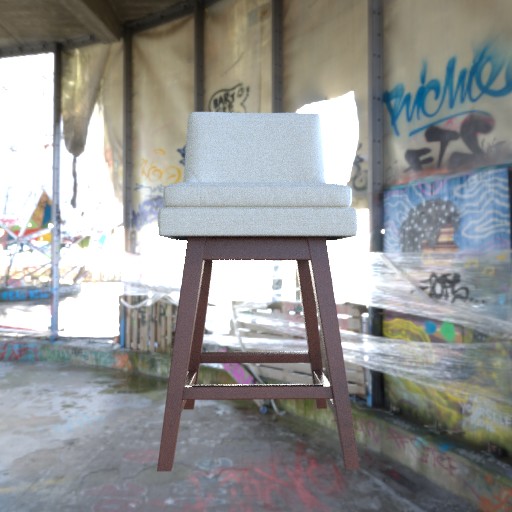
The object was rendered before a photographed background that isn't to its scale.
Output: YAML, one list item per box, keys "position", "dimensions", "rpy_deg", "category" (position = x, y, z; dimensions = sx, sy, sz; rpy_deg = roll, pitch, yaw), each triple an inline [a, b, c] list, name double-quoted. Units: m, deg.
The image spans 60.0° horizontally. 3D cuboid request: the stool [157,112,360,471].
- position: [0.000, 0.000, 1.279]
  dimensions: [0.469, 0.991, 0.559]
  rpy_deg: [0, 0, -1]
  category: "stool"
